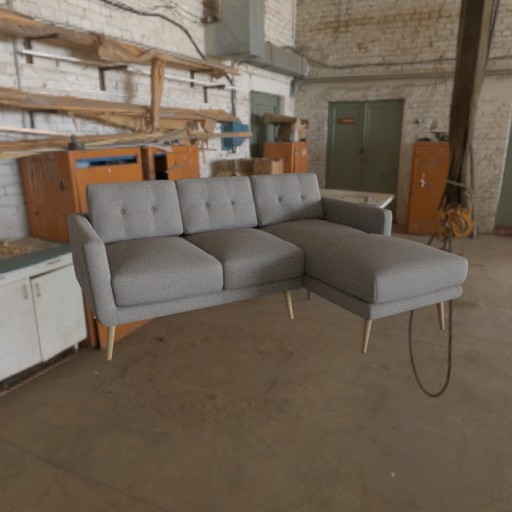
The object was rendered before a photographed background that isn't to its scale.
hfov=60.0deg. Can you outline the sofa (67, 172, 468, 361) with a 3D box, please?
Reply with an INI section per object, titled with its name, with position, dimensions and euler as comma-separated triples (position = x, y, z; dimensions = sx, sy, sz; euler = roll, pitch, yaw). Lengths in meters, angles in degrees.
[sofa]
position = 0.000, 0.000, 2.756
dimensions = 2.040, 0.860, 1.530
euler = -8, 18, -28
